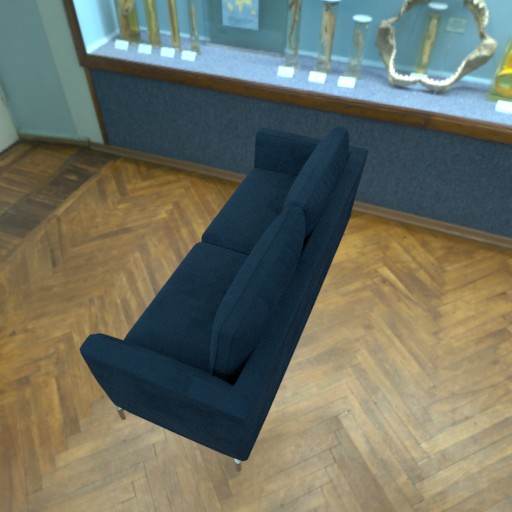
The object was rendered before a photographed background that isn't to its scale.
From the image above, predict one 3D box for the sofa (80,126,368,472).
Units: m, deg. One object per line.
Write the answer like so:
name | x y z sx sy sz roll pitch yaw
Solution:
sofa | 0.000 0.000 2.792 0.853 0.998 2.212 17 47 16
